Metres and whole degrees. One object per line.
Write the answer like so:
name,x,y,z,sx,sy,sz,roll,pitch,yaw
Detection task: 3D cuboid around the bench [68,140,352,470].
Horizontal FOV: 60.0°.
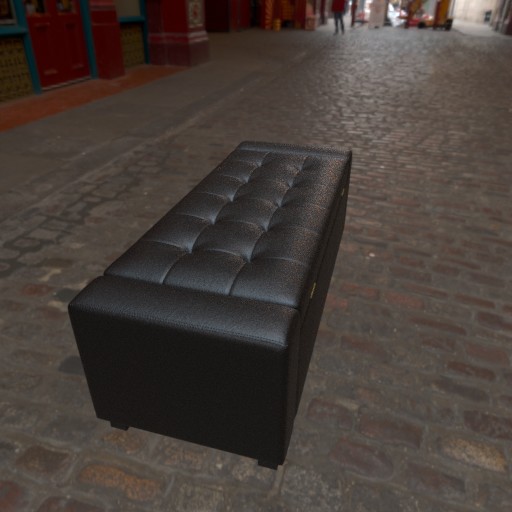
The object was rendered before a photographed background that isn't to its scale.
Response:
bench,0.000,0.000,1.543,0.508,0.445,1.296,8,32,14
